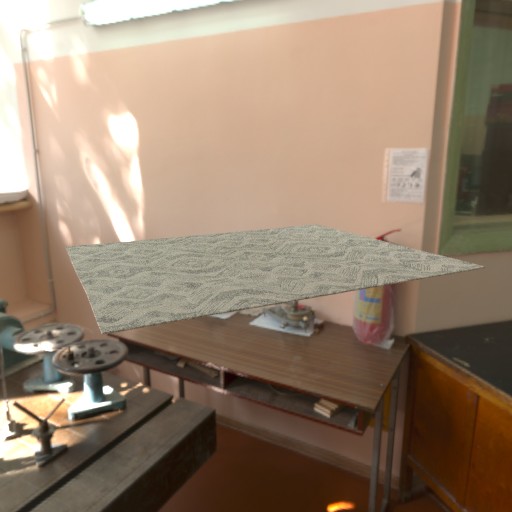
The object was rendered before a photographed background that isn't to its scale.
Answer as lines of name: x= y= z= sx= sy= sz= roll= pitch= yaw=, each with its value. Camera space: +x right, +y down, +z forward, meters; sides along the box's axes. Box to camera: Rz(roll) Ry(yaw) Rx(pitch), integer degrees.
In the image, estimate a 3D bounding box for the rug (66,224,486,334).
rug: x=0.000 y=0.000 z=4.053 sx=3.054 sy=0.030 sz=2.430 roll=-7 pitch=15 yaw=-26
